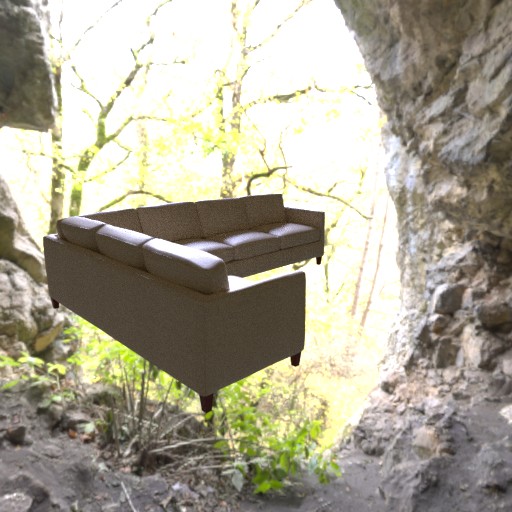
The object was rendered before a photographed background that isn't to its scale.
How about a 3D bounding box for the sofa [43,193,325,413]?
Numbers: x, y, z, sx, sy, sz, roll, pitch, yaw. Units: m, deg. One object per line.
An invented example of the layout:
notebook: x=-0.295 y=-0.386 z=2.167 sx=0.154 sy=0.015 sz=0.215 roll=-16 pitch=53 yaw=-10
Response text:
sofa: x=0.000 y=0.000 z=4.524 sx=3.302 sy=0.947 sz=2.593 roll=-14 pitch=20 yaw=-42
